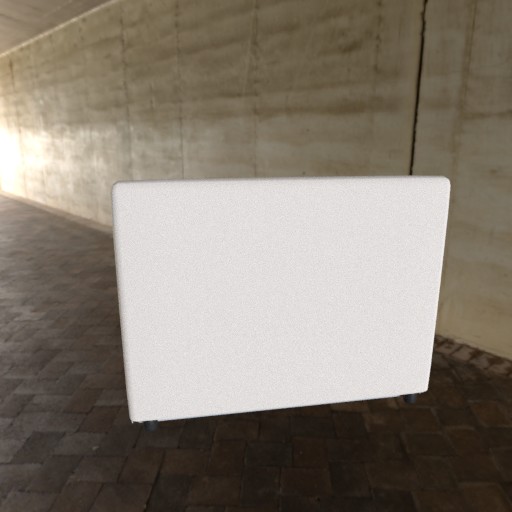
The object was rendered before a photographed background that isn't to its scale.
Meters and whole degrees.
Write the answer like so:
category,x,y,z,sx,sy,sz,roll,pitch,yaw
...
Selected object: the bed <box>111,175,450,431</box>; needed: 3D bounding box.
category,x,y,z,sx,sy,sz,roll,pitch,yaw
bed,0.000,0.000,3.285,1.748,1.330,2.142,-3,15,-9
